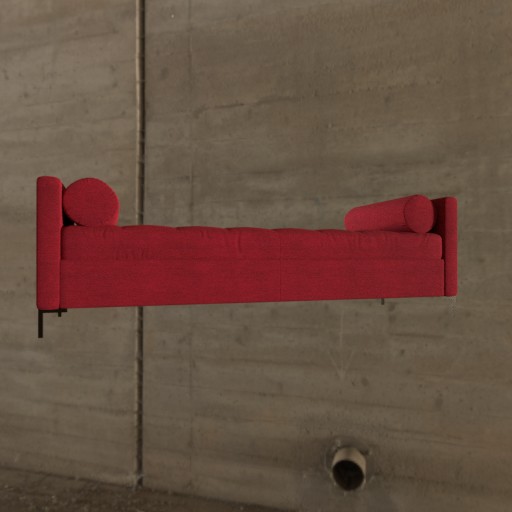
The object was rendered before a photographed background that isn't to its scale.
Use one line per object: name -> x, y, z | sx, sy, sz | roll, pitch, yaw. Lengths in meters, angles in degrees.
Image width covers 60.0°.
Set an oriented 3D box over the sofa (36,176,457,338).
sofa -> 0.000, 0.000, 2.311 | 1.981, 0.635, 0.686 | 0, 0, -18
